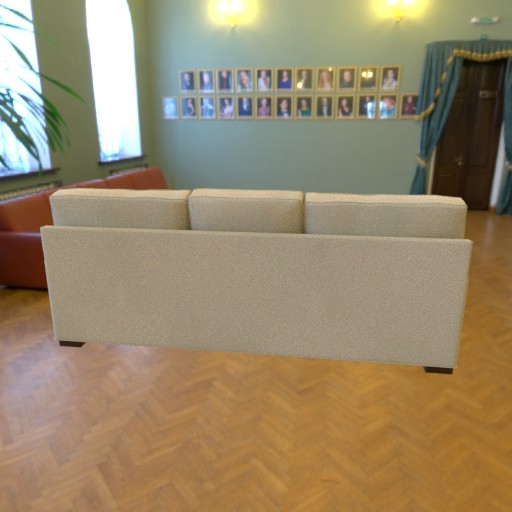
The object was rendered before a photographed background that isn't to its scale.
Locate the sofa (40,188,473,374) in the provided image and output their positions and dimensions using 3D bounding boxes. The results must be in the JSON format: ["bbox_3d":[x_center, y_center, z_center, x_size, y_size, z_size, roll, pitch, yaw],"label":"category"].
[{"bbox_3d":[0.000,0.000,2.603,2.088,0.862,0.935,2,16,8],"label":"sofa"}]
